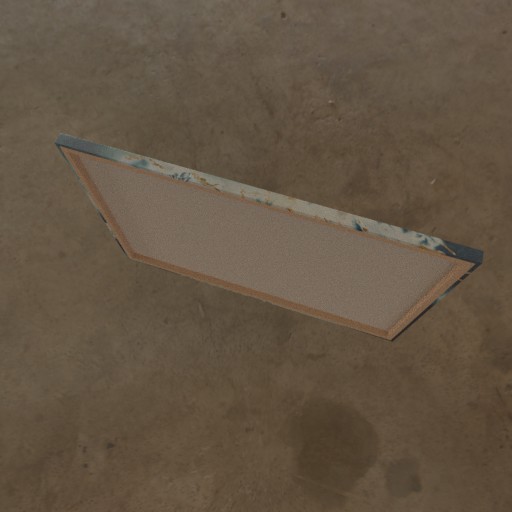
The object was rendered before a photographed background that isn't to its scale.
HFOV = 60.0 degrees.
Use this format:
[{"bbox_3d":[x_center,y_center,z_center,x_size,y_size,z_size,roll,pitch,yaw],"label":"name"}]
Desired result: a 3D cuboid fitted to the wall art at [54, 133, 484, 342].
[{"bbox_3d":[0.000,0.000,1.475,1.138,0.759,0.035,17,66,8],"label":"wall art"}]
